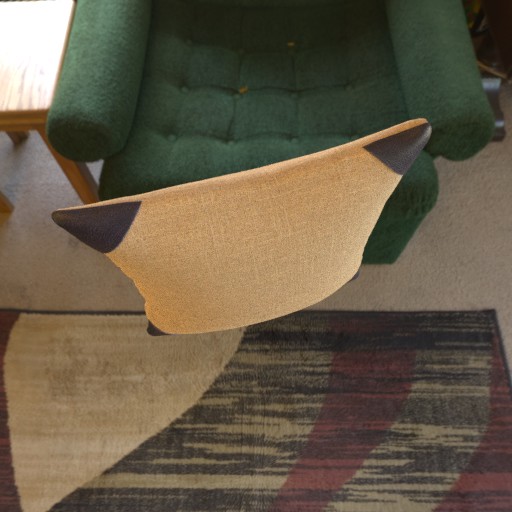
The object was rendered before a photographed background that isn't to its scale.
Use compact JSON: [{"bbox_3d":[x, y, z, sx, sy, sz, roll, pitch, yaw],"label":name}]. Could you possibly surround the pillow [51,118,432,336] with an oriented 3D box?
[{"bbox_3d":[0.000,0.000,0.678,0.440,0.441,0.147,-16,65,-8],"label":"pillow"}]
